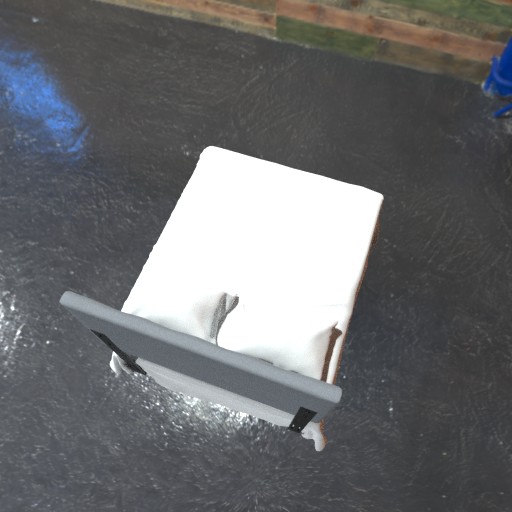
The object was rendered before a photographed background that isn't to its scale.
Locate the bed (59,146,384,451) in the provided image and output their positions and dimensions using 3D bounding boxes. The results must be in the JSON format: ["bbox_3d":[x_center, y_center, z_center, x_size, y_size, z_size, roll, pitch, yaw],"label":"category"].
[{"bbox_3d":[0.000,0.000,3.475,1.936,1.577,2.222,18,64,9],"label":"bed"}]
